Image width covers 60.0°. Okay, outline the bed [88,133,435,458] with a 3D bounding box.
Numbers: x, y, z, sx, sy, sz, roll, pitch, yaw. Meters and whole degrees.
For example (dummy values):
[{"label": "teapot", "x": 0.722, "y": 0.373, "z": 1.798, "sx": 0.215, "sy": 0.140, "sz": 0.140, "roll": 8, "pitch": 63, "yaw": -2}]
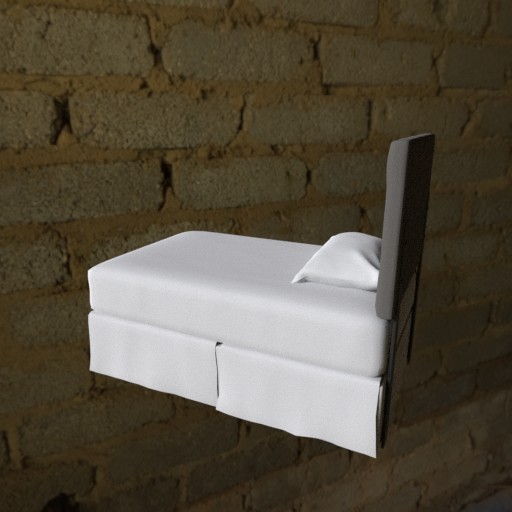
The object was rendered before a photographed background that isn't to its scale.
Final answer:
[{"label": "bed", "x": 0.000, "y": 0.000, "z": 2.945, "sx": 1.997, "sy": 1.571, "sz": 1.261, "roll": 8, "pitch": 19, "yaw": 25}]
